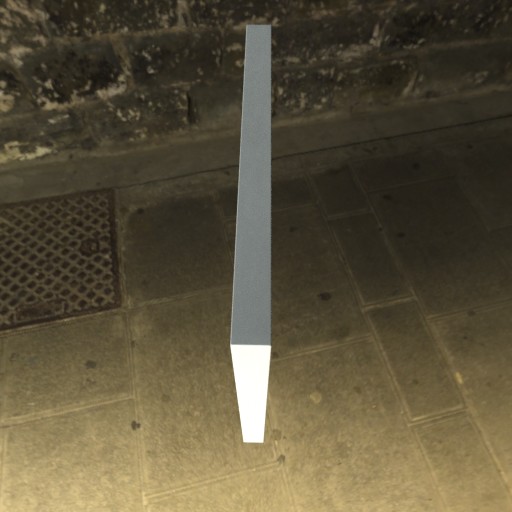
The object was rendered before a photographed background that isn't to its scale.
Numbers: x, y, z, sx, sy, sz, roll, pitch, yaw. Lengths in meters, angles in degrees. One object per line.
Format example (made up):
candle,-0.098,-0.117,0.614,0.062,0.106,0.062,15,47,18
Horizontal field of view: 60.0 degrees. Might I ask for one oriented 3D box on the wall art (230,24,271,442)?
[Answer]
wall art,0.000,0.000,0.751,0.037,0.508,0.508,1,58,1
